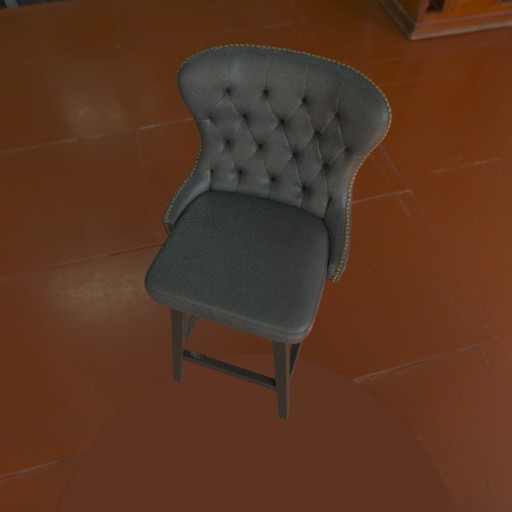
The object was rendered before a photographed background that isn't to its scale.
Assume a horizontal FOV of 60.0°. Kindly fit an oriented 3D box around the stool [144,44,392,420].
[{"bbox_3d":[0.000,0.000,1.307,0.528,0.971,0.593,16,57,10],"label":"stool"}]
